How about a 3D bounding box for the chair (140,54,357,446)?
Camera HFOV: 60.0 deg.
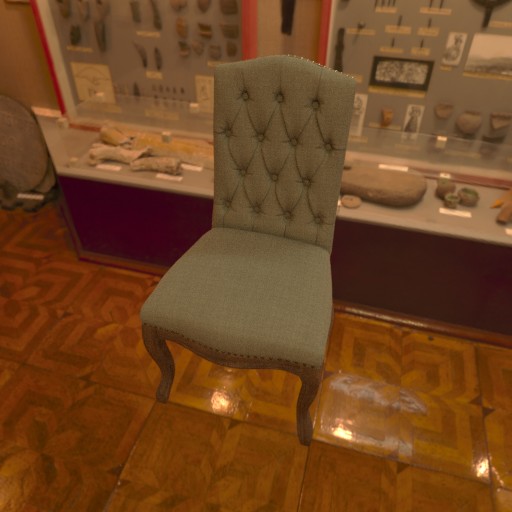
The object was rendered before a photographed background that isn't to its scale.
[{"bbox_3d":[0.000,0.000,1.595,0.637,1.191,0.731,12,42,13],"label":"chair"}]
